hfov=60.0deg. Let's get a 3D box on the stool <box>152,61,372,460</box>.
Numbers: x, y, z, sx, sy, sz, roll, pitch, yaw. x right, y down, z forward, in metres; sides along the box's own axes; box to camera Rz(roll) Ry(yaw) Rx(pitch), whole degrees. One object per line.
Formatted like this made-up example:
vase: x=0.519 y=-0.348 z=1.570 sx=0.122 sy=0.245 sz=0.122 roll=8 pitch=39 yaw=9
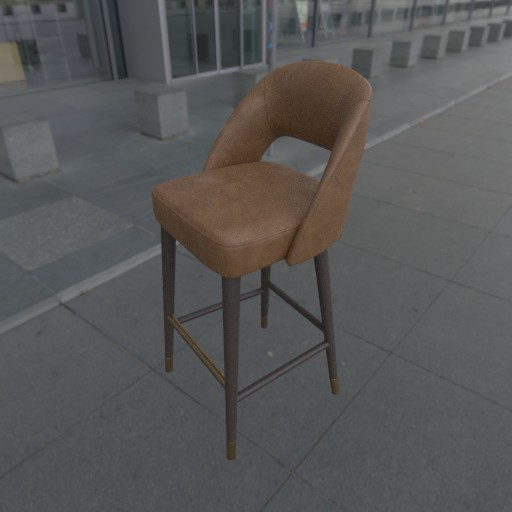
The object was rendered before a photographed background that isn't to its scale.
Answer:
stool: x=0.000 y=0.000 z=1.330 sx=0.509 sy=1.037 sz=0.494 roll=-20 pitch=37 yaw=-29
